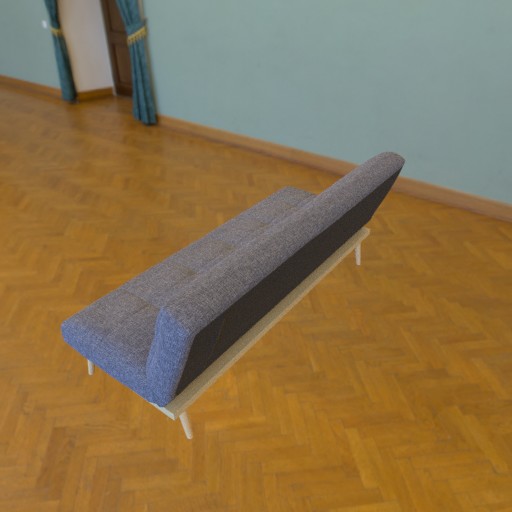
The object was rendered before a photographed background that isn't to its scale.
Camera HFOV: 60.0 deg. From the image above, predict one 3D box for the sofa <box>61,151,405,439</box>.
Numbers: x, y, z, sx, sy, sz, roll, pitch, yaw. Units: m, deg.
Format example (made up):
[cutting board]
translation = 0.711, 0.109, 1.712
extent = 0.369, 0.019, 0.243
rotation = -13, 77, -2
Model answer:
[sofa]
translation = 0.000, 0.000, 2.311
extent = 0.820, 0.770, 1.820
rotation = 22, 39, 30
